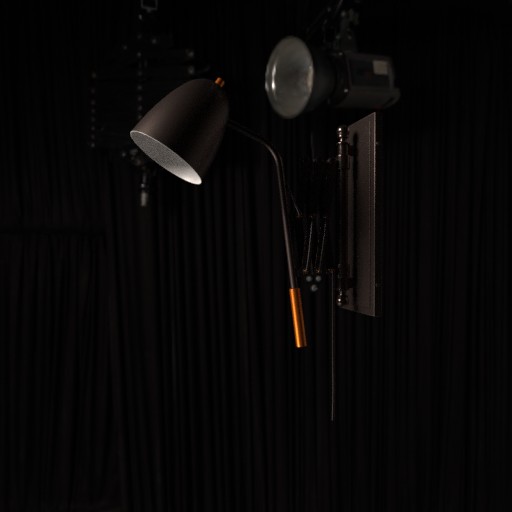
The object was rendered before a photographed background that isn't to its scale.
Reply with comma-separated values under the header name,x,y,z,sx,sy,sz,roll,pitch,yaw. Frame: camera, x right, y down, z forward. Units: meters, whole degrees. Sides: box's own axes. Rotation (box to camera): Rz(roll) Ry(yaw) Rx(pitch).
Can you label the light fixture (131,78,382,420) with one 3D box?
name,x,y,z,sx,sy,sz,roll,pitch,yaw
light fixture,0.000,0.000,0.919,0.499,0.715,0.162,0,1,-17
